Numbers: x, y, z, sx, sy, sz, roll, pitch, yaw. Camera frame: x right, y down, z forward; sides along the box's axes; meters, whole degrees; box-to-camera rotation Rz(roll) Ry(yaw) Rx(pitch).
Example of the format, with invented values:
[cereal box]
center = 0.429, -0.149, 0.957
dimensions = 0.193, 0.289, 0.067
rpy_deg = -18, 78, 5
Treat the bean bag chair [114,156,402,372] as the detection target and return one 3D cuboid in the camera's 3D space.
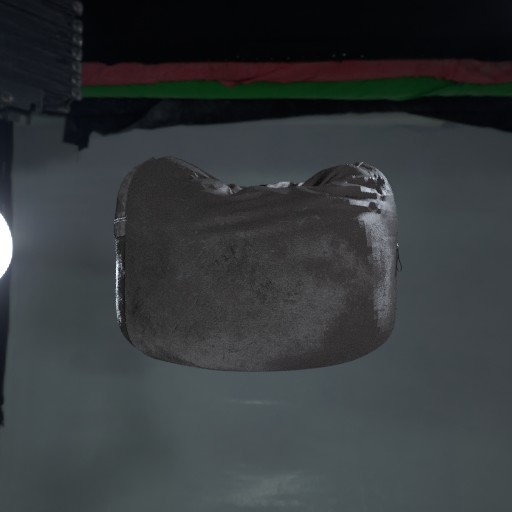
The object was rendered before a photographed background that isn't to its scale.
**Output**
[bean bag chair]
center = 0.000, 0.000, 1.497
dimensions = 0.918, 0.605, 0.918
rpy_deg = 0, 0, 0
